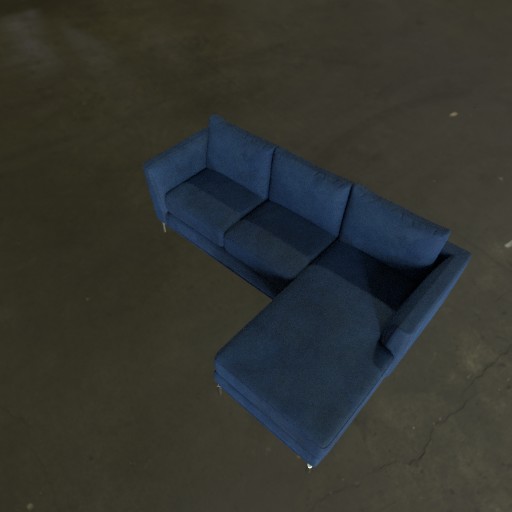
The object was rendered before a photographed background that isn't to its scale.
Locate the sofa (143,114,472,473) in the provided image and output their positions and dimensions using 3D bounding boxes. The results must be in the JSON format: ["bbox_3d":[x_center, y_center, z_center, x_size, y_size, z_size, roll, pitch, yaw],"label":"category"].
[{"bbox_3d":[0.000,0.000,3.271,2.438,0.987,1.622,33,56,26],"label":"sofa"}]
